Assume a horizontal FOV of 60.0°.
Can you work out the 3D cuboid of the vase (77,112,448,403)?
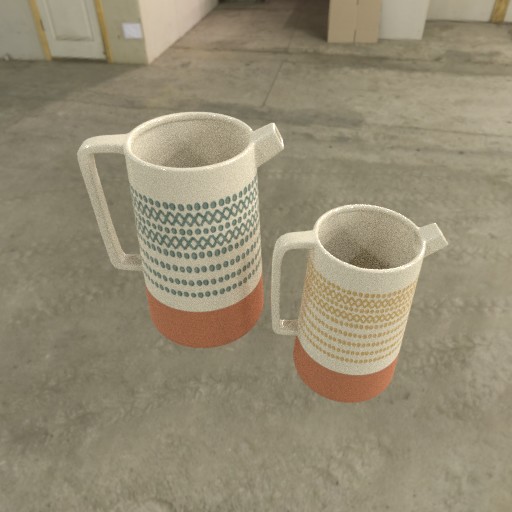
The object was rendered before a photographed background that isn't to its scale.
[{"bbox_3d":[0.000,0.000,0.464,0.326,0.247,0.168,28,48,28],"label":"vase"}]
